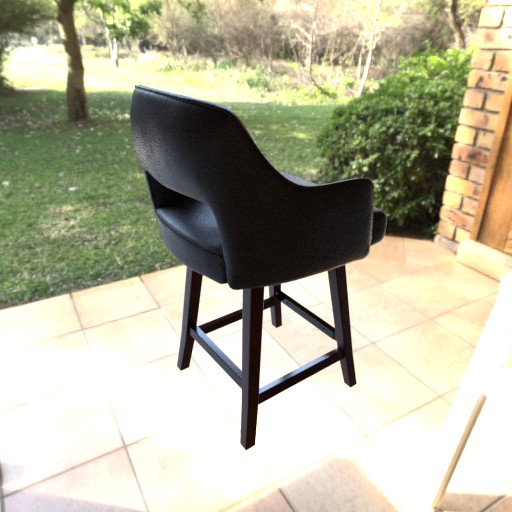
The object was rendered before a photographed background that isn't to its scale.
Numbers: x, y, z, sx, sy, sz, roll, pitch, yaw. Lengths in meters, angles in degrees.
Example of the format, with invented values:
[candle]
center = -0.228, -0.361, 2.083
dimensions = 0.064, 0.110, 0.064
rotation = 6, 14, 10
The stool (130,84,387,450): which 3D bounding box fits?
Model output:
[stool]
center = 0.000, 0.000, 1.263
dimensions = 0.560, 0.936, 0.550
rotation = -18, 33, -31
